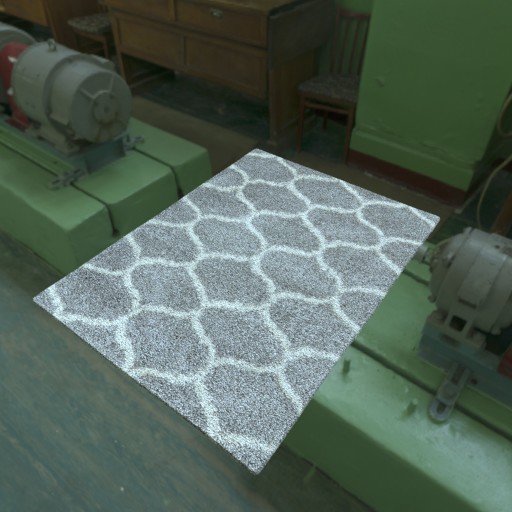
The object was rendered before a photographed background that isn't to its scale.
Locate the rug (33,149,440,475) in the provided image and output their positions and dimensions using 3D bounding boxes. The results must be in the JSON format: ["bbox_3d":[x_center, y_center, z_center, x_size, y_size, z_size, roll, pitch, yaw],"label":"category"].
[{"bbox_3d":[0.000,0.000,2.094,1.200,0.025,1.600,27,49,26],"label":"rug"}]
